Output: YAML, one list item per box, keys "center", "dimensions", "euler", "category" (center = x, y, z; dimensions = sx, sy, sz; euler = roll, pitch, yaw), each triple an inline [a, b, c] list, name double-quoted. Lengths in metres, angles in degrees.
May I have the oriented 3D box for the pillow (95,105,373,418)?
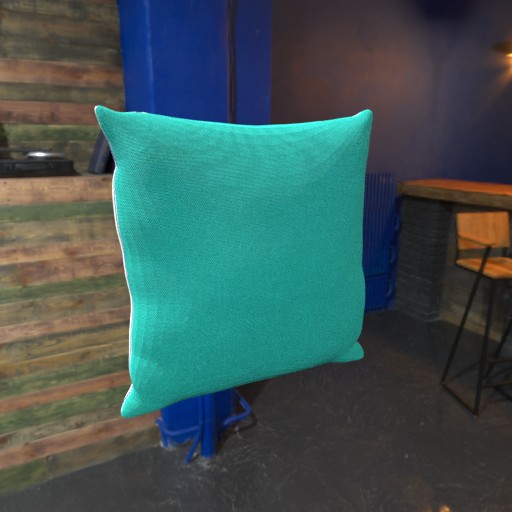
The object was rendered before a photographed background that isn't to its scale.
- center: [0.000, 0.000, 0.684]
  dimensions: [0.440, 0.441, 0.182]
  euler: [-7, 16, -26]
  category: "pillow"
